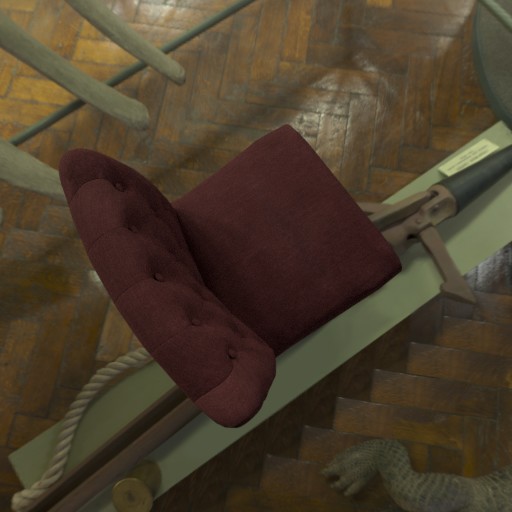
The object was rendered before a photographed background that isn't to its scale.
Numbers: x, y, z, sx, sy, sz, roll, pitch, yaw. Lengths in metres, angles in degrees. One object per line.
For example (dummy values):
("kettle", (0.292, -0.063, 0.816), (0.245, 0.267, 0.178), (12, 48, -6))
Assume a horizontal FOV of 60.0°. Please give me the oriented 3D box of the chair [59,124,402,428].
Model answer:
("chair", (0.000, 0.000, 1.141), (0.605, 0.750, 0.582), (-34, 78, -8))
